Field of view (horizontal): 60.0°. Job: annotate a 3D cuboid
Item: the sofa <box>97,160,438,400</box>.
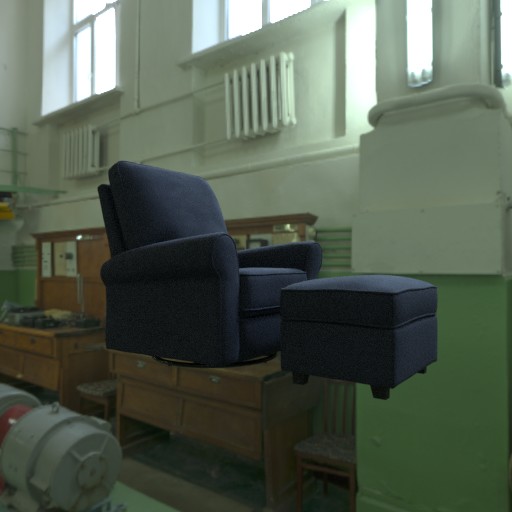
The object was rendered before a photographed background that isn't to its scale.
[{"bbox_3d":[0.000,0.000,2.033,1.478,0.959,0.880,-1,-2,36],"label":"sofa"}]
